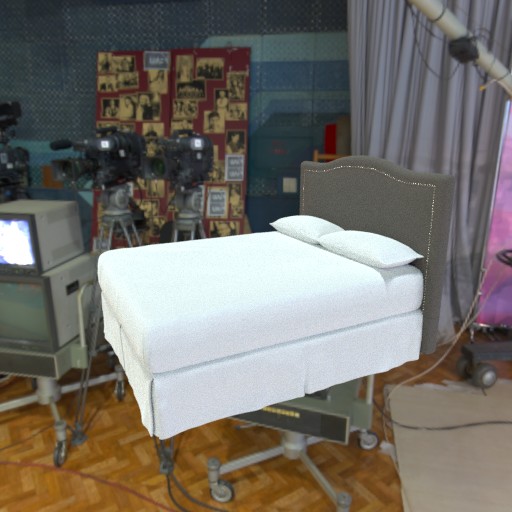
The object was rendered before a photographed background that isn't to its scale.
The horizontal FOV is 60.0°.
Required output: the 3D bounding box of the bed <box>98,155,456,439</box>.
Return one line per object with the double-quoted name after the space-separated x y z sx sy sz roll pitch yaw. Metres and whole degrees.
0.000 0.000 3.227 2.036 1.387 1.666 -8 17 -27 "bed"
